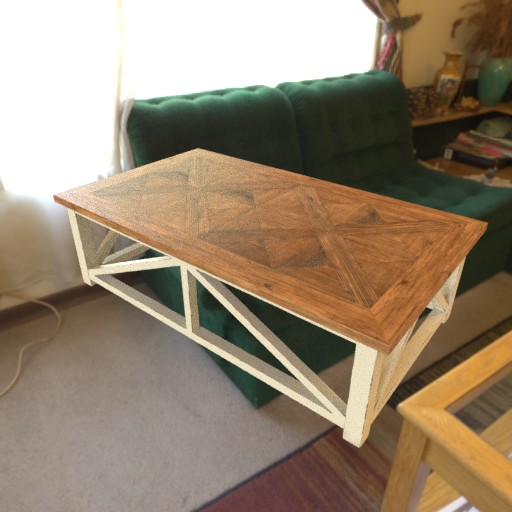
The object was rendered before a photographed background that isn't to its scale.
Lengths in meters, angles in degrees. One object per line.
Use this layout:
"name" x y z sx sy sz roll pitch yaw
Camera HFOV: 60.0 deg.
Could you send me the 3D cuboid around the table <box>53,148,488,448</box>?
"table" 0.000 0.000 1.731 1.400 0.410 0.800 22 37 33
